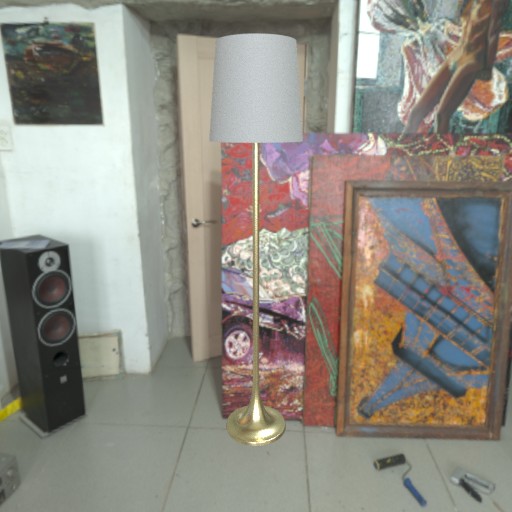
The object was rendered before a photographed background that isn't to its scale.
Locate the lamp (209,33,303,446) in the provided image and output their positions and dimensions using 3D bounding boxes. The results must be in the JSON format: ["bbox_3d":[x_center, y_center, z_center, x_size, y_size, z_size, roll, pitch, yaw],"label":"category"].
[{"bbox_3d":[0.000,0.000,1.722,0.337,1.543,0.337,0,16,0],"label":"lamp"}]
